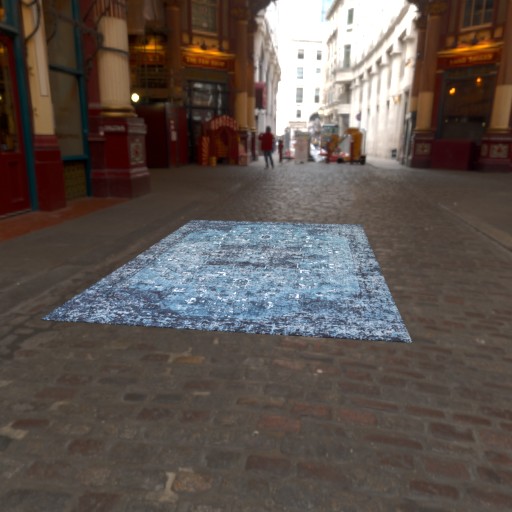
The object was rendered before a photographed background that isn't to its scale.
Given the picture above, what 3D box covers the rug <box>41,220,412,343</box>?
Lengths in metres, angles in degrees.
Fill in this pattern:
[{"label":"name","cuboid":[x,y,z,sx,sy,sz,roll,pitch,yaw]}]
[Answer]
[{"label":"rug","cuboid":[0.000,0.000,2.292,1.219,0.005,1.828,2,15,8]}]
